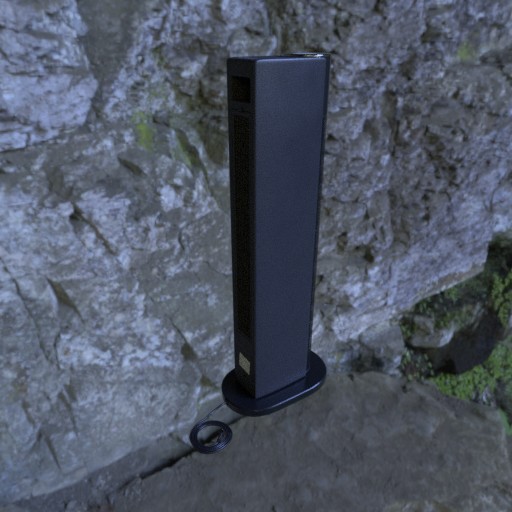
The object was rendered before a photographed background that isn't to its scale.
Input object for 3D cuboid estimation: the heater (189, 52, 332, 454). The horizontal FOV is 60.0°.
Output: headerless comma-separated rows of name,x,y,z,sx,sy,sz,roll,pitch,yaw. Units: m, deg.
heater,0.000,0.000,1.036,0.458,0.856,0.214,-18,32,-32
